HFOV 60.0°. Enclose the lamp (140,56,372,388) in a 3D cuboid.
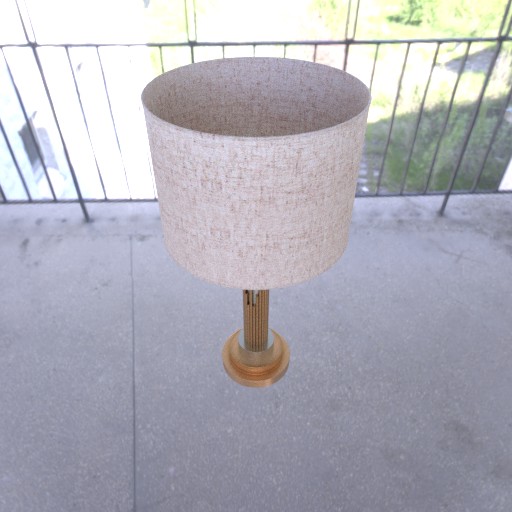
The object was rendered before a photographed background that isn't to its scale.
[{"bbox_3d":[0.000,0.000,0.820,0.321,0.610,0.321,0,39,-1],"label":"lamp"}]
